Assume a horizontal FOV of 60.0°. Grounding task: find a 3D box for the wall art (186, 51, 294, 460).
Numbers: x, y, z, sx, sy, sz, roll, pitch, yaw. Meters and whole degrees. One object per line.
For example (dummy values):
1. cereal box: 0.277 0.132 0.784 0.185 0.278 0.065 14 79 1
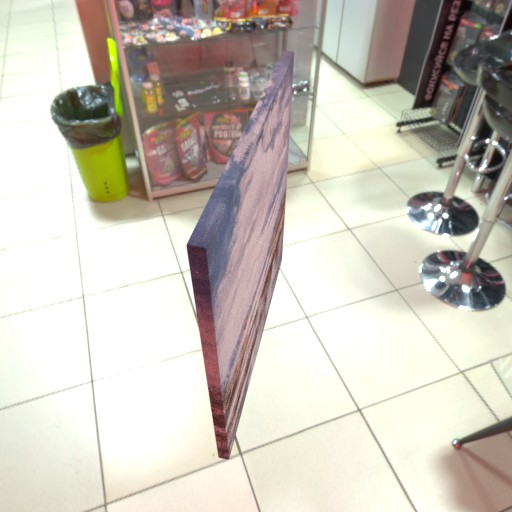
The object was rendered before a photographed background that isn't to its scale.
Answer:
1. wall art: 0.000 0.000 1.538 0.040 1.020 1.010 9 45 9
